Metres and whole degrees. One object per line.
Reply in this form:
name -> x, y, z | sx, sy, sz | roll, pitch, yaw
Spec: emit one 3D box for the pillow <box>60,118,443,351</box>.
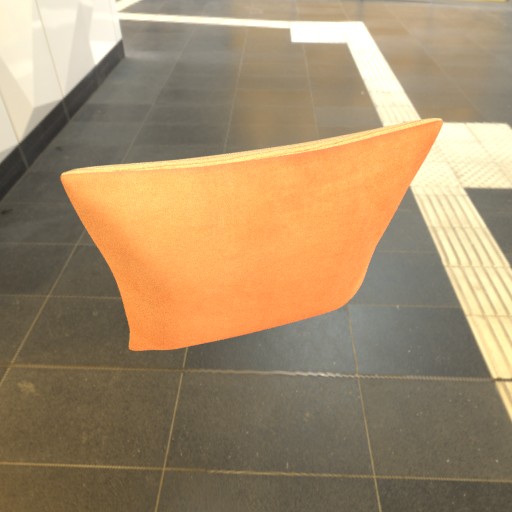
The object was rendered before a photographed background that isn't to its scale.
pillow -> 0.000, 0.000, 0.636 | 0.424, 0.401, 0.177 | -12, 42, -13
